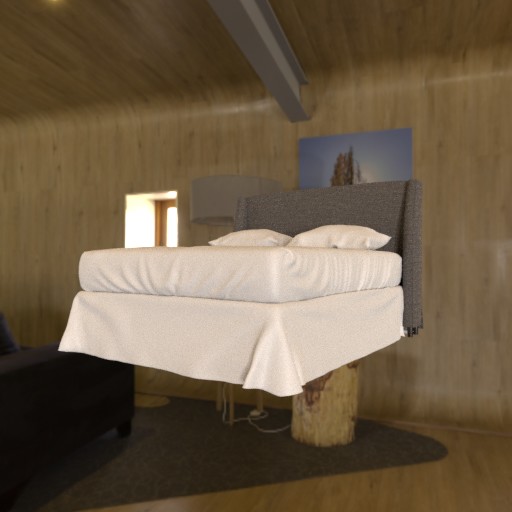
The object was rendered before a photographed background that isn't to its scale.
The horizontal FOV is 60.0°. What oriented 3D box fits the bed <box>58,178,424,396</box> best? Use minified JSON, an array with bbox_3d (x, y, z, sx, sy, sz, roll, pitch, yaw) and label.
[{"bbox_3d":[0.000,0.000,3.420,1.925,1.332,2.276,0,-1,35],"label":"bed"}]
